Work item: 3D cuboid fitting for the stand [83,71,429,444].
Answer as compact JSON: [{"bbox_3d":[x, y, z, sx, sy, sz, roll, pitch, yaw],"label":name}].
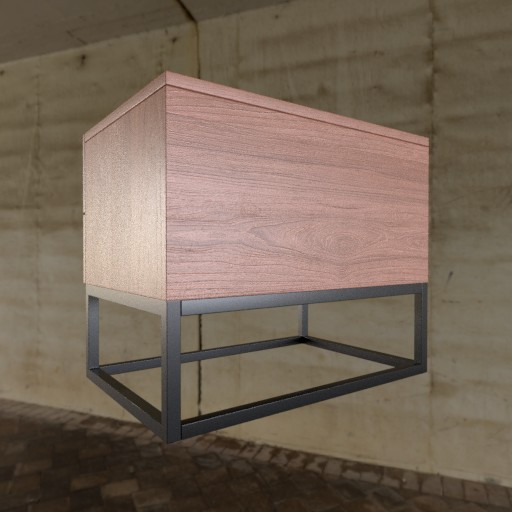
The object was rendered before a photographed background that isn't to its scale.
[{"bbox_3d":[0.000,0.000,0.935,0.600,0.500,0.420,-1,1,-36],"label":"stand"}]
